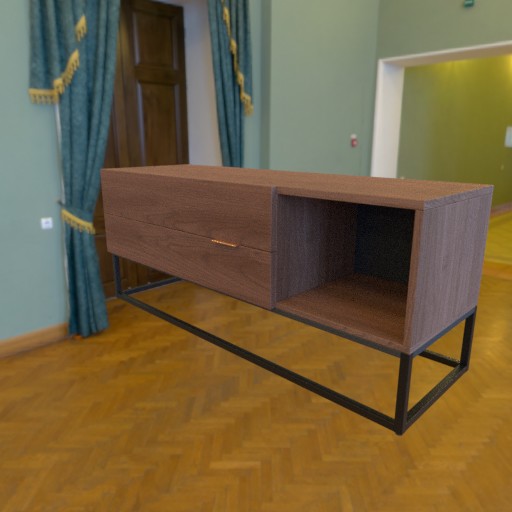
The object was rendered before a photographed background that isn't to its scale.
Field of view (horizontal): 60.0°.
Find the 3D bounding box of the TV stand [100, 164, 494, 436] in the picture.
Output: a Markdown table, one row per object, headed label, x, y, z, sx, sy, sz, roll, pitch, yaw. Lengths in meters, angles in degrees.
| label | x | y | z | sx | sy | sz | roll | pitch | yaw |
| --- | --- | --- | --- | --- | --- | --- | --- | --- | --- |
| TV stand | 0.000 | 0.000 | 1.394 | 1.200 | 0.500 | 0.415 | 14 | 21 | 42 |
